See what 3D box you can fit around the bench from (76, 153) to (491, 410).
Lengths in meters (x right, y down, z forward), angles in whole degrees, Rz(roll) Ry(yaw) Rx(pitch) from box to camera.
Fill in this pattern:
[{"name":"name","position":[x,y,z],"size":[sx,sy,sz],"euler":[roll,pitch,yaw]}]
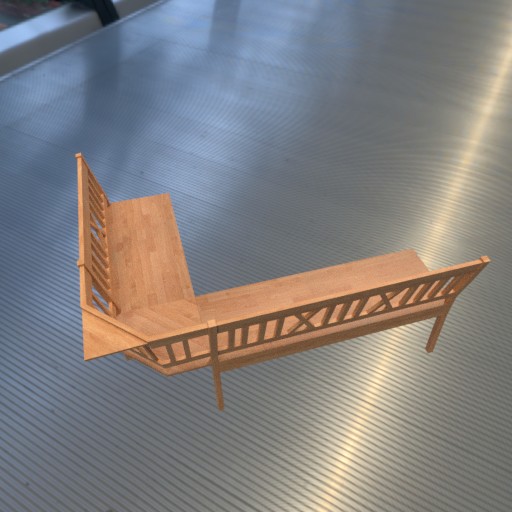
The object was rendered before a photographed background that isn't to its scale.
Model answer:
[{"name":"bench","position":[0.000,0.000,2.807],"size":[1.937,0.902,1.537],"euler":[-12,47,-11]}]
